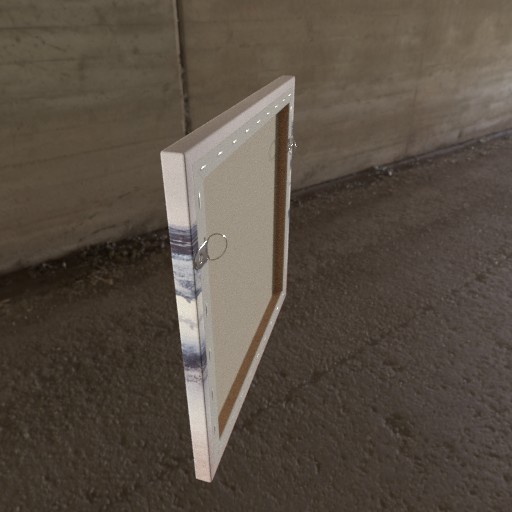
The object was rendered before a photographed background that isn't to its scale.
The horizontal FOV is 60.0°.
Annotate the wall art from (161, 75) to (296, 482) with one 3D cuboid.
[{"bbox_3d":[0.000,0.000,1.113,0.065,0.747,0.755,8,31,14],"label":"wall art"}]
